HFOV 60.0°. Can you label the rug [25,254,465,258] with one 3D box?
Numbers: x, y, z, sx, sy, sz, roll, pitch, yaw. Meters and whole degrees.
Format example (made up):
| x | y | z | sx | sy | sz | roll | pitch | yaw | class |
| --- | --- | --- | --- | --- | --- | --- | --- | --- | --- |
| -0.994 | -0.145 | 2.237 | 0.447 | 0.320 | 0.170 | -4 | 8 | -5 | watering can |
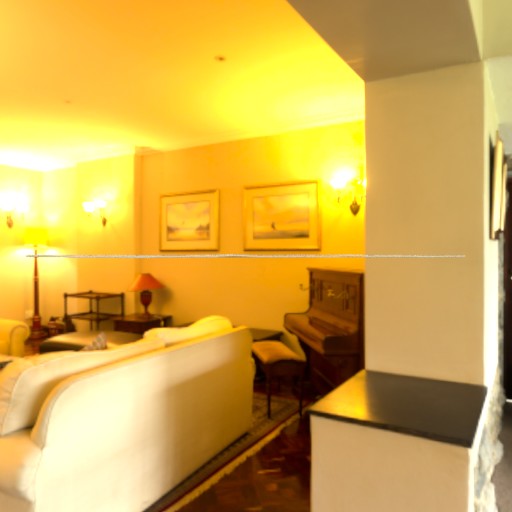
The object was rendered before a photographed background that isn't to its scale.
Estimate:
| x | y | z | sx | sy | sz | roll | pitch | yaw | class |
| --- | --- | --- | --- | --- | --- | --- | --- | --- | --- |
| 0.000 | 0.000 | 2.689 | 2.383 | 0.018 | 0.857 | 0 | 0 | -18 | rug |
